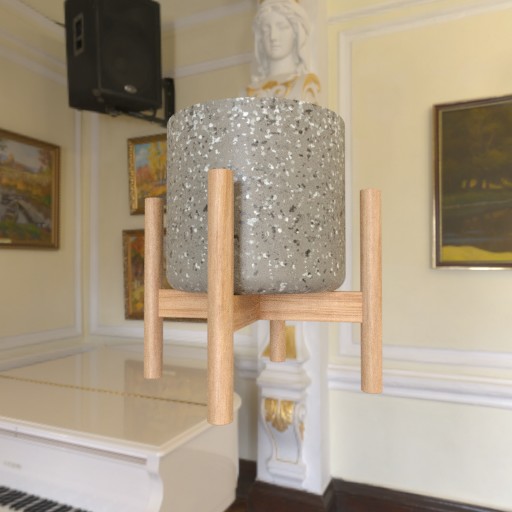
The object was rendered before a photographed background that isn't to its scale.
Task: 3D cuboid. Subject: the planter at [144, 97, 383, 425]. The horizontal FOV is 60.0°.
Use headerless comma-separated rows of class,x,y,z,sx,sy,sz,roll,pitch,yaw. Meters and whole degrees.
planter,0.000,0.000,0.561,0.284,0.320,0.284,-1,-2,36
